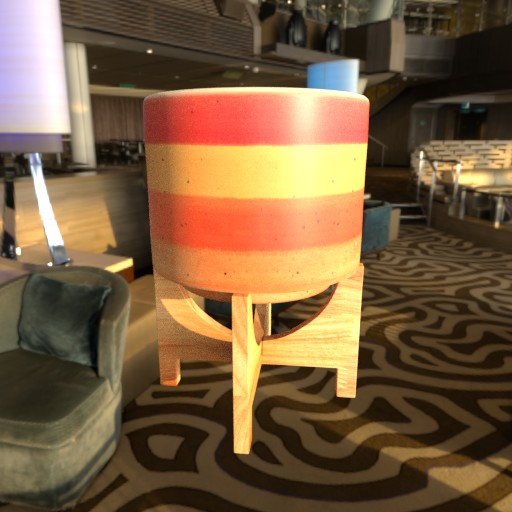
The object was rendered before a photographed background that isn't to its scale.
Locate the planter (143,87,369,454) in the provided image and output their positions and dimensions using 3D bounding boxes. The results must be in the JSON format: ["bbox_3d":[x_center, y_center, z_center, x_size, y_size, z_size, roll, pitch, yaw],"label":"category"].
[{"bbox_3d":[0.000,0.000,0.566,0.269,0.379,0.269,0,15,0],"label":"planter"}]
